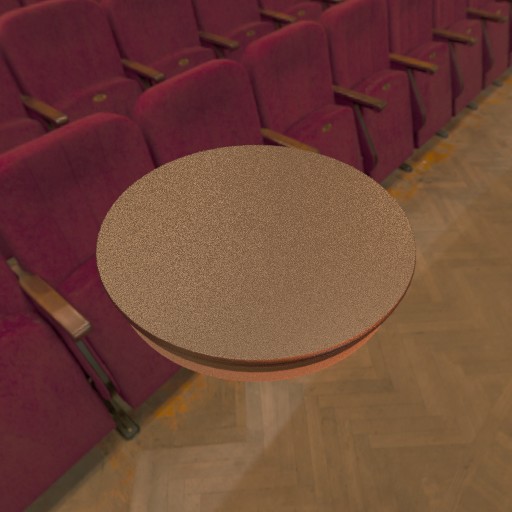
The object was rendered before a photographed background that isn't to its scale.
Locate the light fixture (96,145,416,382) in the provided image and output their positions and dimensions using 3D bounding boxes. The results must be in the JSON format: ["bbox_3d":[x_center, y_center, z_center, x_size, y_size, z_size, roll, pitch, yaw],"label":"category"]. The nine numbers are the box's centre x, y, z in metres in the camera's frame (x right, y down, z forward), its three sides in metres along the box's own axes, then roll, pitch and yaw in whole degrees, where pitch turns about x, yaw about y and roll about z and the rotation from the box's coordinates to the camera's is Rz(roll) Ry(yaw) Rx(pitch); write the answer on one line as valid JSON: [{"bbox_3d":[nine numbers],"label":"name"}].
[{"bbox_3d":[0.000,0.000,0.558,0.368,0.100,0.368,0,44,0],"label":"light fixture"}]
